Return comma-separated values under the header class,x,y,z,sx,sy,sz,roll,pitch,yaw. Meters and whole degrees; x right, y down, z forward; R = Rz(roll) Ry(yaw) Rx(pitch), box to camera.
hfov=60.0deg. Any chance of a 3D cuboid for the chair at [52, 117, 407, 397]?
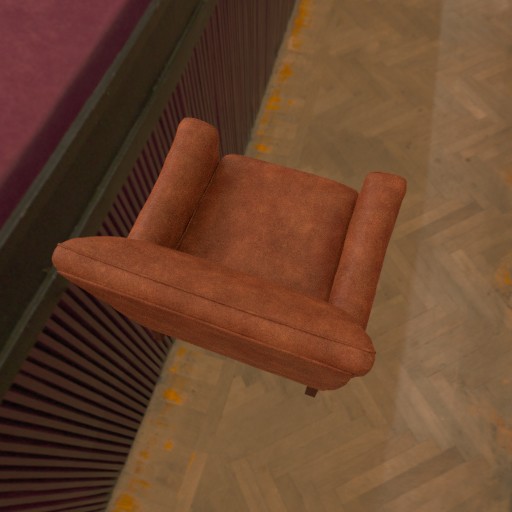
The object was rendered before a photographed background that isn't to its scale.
class,x,y,z,sx,sy,sz,roll,pitch,yaw
chair,0.000,0.000,1.604,0.870,0.943,0.823,18,65,8
